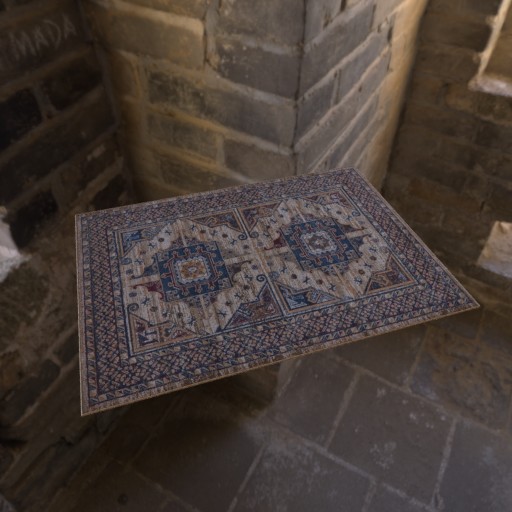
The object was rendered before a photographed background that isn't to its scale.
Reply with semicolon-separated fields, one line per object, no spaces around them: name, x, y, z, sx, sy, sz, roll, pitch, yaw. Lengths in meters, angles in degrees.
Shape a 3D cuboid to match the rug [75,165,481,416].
rug;0.000;0.000;2.886;2.227;0.008;1.611;-12;44;-13
